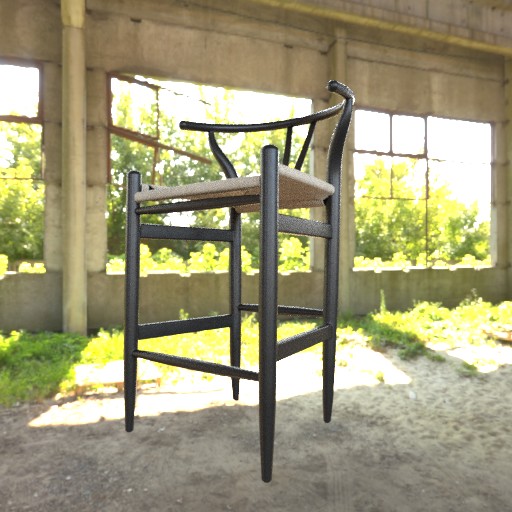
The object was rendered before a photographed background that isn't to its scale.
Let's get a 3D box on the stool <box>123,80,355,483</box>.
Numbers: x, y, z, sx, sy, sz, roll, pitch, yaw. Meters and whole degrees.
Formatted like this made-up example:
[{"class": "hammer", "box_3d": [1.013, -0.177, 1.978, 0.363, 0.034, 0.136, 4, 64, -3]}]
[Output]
[{"class": "stool", "box_3d": [0.000, 0.000, 1.307, 0.569, 0.970, 0.579, 0, -1, 37]}]
